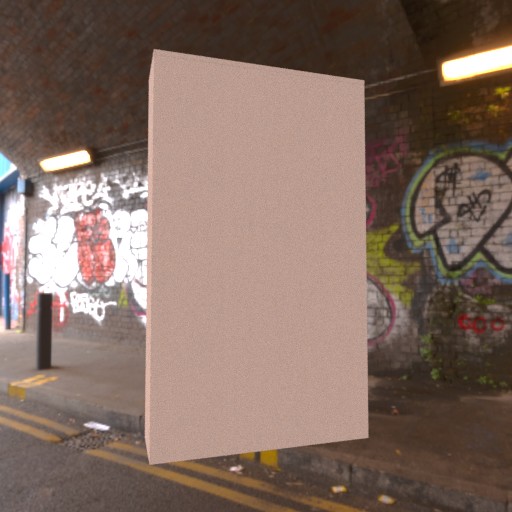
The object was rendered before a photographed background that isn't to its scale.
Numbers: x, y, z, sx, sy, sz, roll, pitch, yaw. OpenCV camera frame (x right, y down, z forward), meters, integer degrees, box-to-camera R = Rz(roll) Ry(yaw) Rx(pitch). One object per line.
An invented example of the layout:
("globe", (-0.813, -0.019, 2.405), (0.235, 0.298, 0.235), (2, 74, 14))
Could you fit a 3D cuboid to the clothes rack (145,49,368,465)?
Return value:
("clothes rack", (0.000, 0.000, 1.594), (0.750, 1.280, 0.250), (1, -3, -17))
